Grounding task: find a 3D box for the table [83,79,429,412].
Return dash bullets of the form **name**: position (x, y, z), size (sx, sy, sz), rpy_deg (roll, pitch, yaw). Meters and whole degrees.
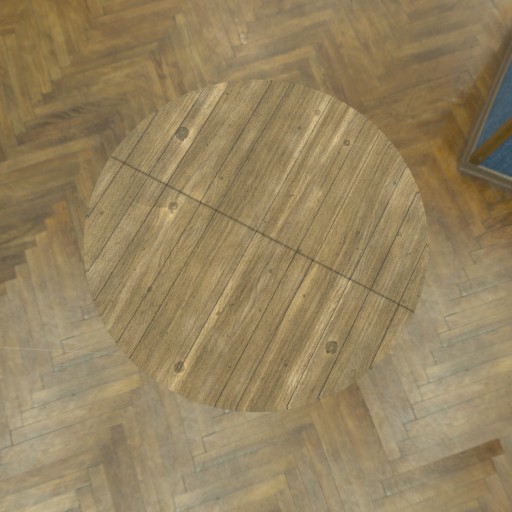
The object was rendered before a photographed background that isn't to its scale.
- **table**: position (0.000, 0.000, 1.935), size (1.213, 0.764, 1.213), rpy_deg (0, 77, 0)
